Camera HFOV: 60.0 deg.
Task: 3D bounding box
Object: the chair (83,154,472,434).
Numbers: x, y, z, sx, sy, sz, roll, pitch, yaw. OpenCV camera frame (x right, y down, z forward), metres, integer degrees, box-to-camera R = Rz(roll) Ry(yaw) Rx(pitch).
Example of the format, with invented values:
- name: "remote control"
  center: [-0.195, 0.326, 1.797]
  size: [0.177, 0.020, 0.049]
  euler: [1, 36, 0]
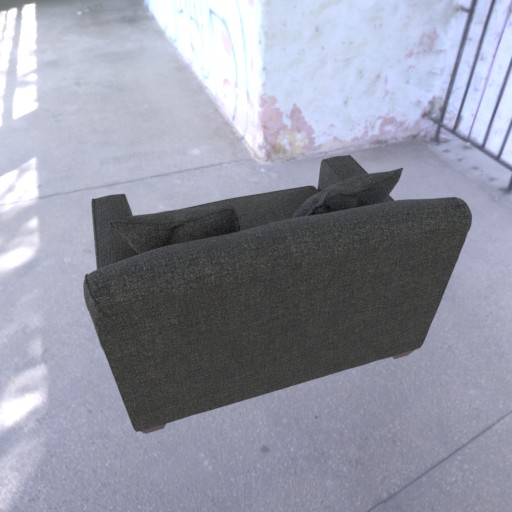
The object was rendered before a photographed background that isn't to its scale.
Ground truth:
- name: "chair"
  center: [0.000, 0.000, 2.064]
  size: [1.383, 0.948, 1.000]
  euler: [-12, 43, -13]
